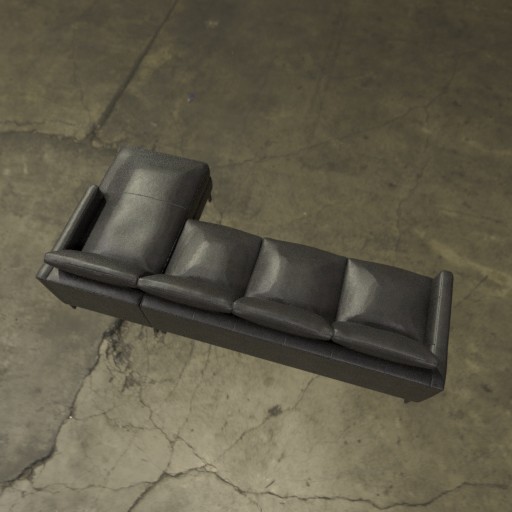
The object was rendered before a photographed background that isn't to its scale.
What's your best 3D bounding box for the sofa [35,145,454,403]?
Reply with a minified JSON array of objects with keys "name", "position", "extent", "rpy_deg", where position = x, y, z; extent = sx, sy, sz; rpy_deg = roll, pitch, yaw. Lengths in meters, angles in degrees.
[{"name":"sofa","position":[0.000,0.000,3.589],"extent":[2.993,0.859,1.471],"rpy_deg":[14,63,7]}]
